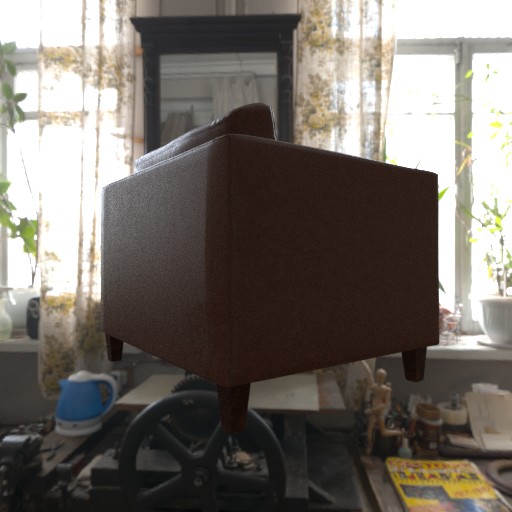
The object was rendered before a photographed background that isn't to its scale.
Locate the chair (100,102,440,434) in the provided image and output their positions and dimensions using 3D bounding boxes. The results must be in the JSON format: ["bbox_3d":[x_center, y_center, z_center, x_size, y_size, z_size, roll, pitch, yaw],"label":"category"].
[{"bbox_3d":[0.000,0.000,1.795,0.959,0.917,1.107,0,0,-36],"label":"chair"}]
